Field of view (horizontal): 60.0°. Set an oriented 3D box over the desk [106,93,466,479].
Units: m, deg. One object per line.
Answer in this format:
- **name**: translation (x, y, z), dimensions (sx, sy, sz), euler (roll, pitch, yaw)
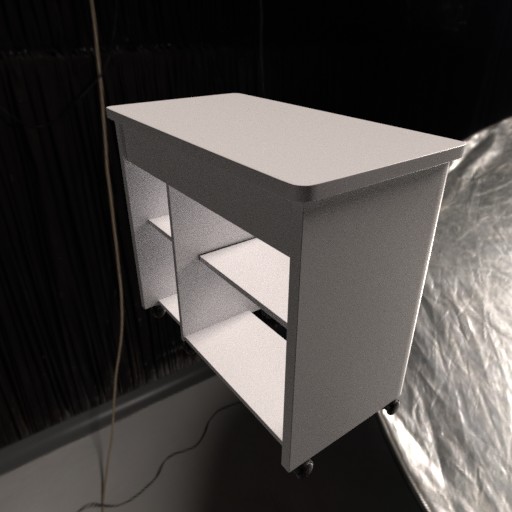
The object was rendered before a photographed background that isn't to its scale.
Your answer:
- **desk**: translation (0.000, 0.000, 1.290), dimensions (0.475, 0.763, 0.877), euler (-19, 34, -31)
